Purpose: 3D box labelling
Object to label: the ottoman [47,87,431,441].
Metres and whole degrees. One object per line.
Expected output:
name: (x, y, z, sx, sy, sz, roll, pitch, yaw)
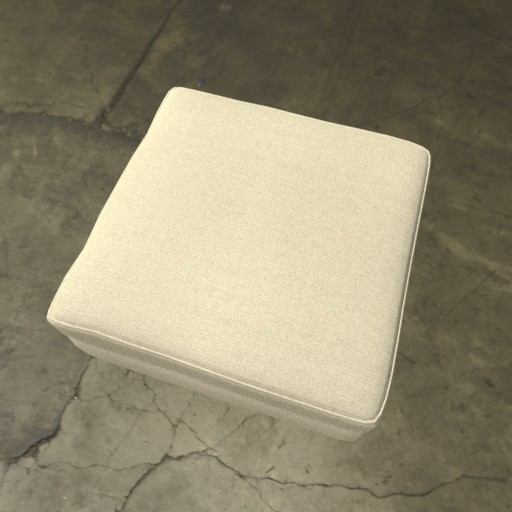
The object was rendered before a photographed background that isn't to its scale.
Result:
ottoman: (0.000, 0.000, 1.337, 0.838, 0.478, 0.838, 16, 65, 8)
